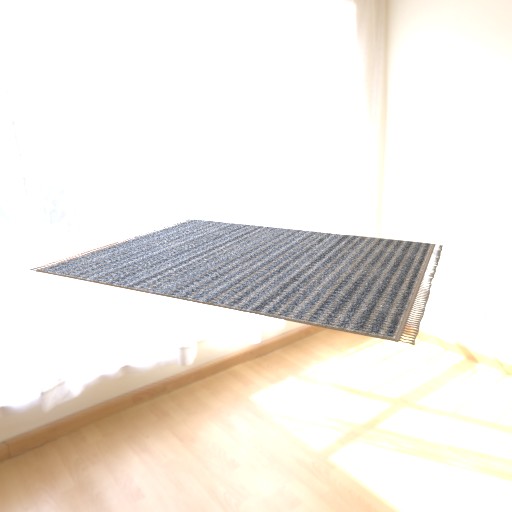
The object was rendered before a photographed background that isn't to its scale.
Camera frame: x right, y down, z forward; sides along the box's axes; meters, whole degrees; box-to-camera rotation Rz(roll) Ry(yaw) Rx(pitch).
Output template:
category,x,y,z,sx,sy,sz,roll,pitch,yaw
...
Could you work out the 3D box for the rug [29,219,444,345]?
category,x,y,z,sx,sy,sz,roll,pitch,yaw
rug,0.000,0.000,3.871,2.910,0.013,2.256,8,18,25
